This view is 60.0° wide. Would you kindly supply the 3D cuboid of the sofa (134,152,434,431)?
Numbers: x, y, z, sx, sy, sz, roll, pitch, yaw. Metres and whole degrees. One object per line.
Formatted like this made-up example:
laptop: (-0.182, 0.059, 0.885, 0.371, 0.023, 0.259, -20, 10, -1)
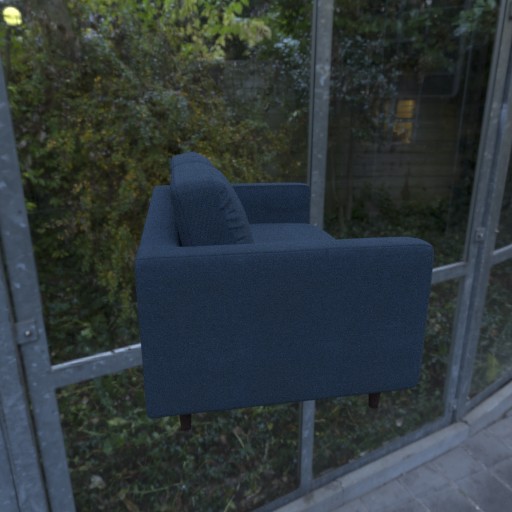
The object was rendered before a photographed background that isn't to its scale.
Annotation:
sofa: (0.000, 0.000, 2.153, 0.999, 0.930, 1.518, -3, 17, -10)
